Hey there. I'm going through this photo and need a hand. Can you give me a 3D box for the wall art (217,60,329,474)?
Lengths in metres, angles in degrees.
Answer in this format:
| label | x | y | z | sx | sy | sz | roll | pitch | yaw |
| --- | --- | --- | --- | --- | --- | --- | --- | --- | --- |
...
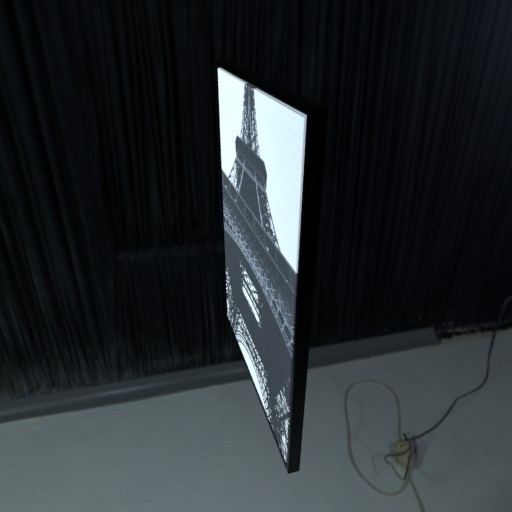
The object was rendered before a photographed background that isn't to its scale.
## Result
| label | x | y | z | sx | sy | sz | roll | pitch | yaw |
| --- | --- | --- | --- | --- | --- | --- | --- | --- | --- |
| wall art | 0.000 | 0.000 | 1.408 | 0.040 | 1.062 | 0.805 | -8 | 31 | -14 |
